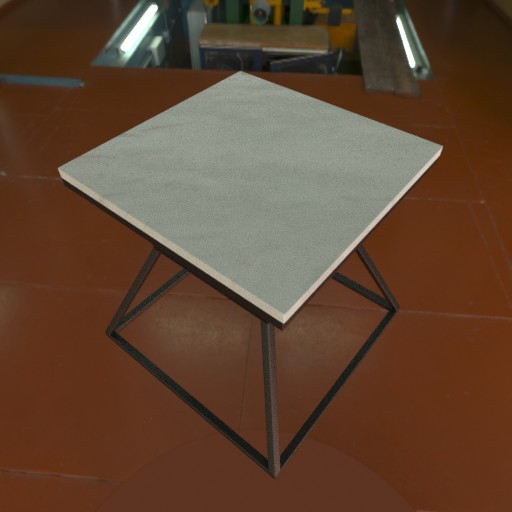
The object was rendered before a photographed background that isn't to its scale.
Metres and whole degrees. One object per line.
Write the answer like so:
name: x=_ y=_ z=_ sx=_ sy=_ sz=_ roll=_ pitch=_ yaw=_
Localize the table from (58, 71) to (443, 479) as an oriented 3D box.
table: x=0.000 y=0.000 z=0.813 sx=0.455 sy=0.431 sz=0.455 roll=31 pitch=54 yaw=26
